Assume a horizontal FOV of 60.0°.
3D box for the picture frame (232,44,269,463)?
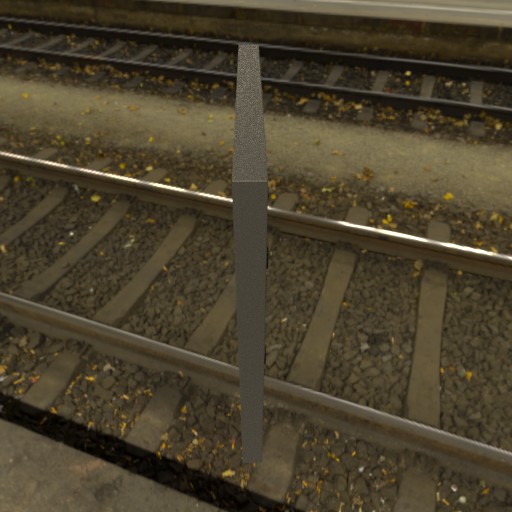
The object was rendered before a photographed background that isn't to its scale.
[{"bbox_3d":[0.000,0.000,0.520,0.036,0.383,0.307,-1,40,-1],"label":"picture frame"}]
